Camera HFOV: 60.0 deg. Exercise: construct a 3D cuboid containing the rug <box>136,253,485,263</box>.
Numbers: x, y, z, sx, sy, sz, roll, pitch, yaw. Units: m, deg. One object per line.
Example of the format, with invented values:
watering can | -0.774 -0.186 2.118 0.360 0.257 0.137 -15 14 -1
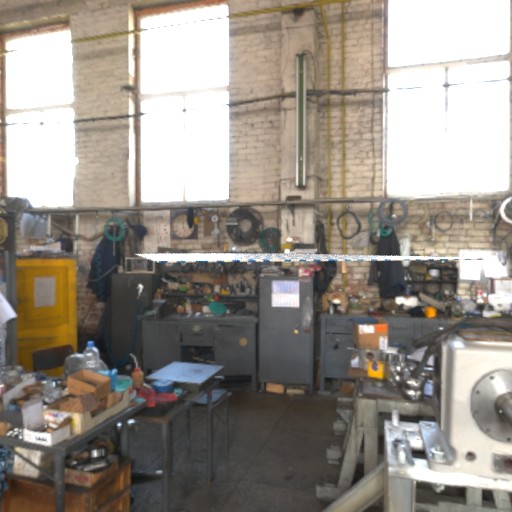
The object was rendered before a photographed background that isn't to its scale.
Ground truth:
rug | 0.000 0.000 3.050 1.531 0.008 2.439 0 1 -17
